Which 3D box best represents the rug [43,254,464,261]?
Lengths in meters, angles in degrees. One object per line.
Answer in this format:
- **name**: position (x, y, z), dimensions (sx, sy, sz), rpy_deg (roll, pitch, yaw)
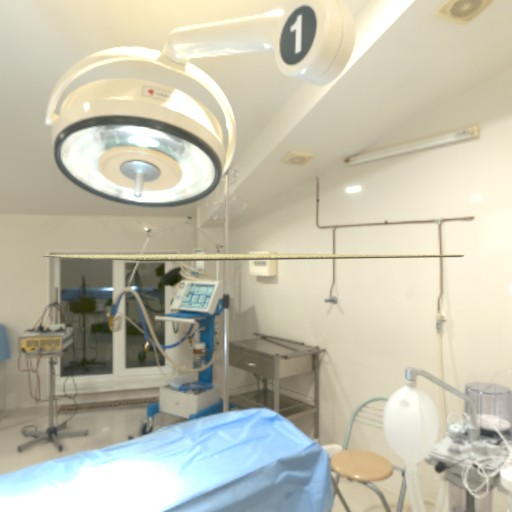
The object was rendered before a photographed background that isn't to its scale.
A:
- **rug**: position (0.000, 0.000, 2.918), dimensions (2.270, 0.017, 1.606), rpy_deg (0, 1, -37)
